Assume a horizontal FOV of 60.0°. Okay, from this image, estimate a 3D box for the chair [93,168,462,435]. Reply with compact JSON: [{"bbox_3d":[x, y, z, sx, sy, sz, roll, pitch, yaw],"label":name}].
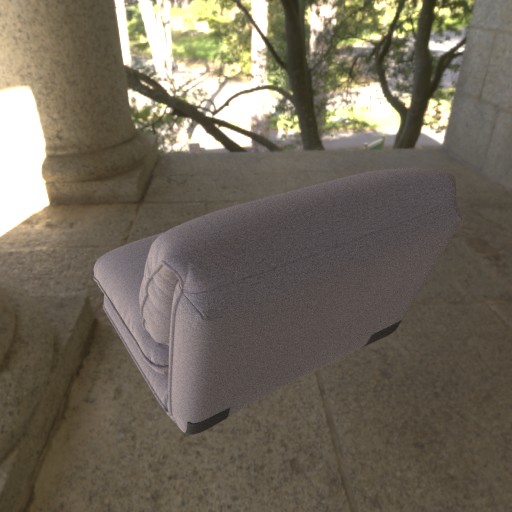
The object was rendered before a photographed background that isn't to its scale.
[{"bbox_3d":[0.000,0.000,1.318,0.820,0.580,0.780,-18,35,-28],"label":"chair"}]
